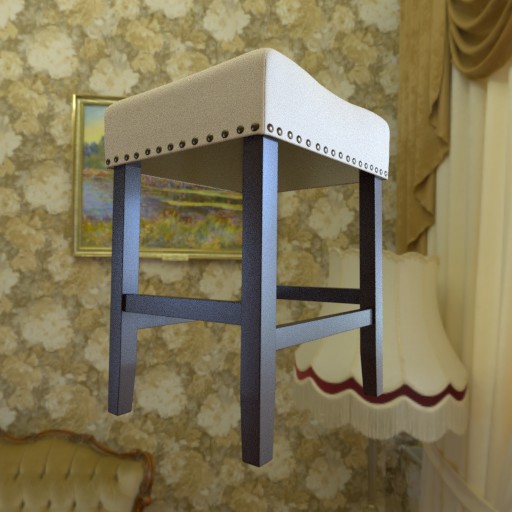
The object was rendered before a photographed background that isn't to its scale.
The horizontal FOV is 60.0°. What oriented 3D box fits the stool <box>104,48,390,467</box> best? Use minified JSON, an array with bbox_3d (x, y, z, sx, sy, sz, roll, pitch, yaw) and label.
[{"bbox_3d":[0.000,0.000,0.923,0.401,0.609,0.471,0,-1,38],"label":"stool"}]
